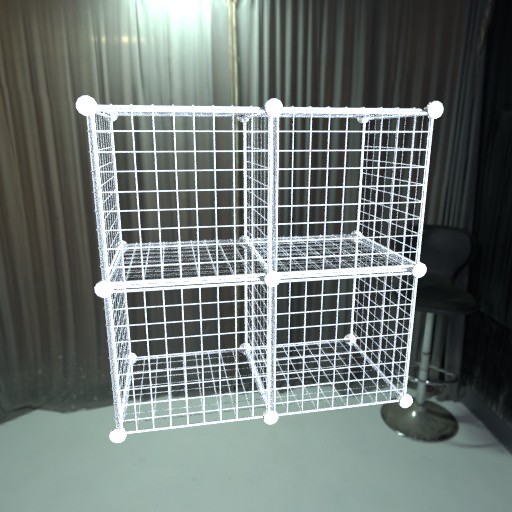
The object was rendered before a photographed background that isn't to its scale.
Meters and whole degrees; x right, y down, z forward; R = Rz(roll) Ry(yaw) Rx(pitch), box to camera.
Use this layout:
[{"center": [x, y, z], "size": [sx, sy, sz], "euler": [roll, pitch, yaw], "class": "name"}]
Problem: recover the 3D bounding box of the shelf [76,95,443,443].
[{"center": [0.000, 0.000, 1.099], "size": [0.711, 0.711, 0.356], "euler": [-3, 15, -11], "class": "shelf"}]
